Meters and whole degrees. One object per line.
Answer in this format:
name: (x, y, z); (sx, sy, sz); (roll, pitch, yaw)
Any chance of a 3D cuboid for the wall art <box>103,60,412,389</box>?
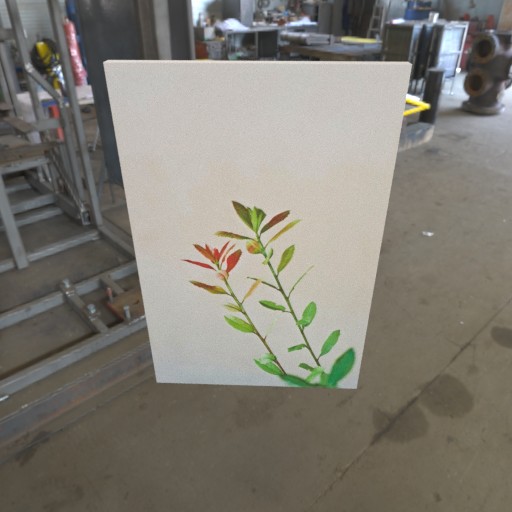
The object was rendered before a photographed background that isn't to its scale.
wall art: (0.000, 0.000, 1.411); (0.764, 1.143, 0.038); (1, 32, 2)
